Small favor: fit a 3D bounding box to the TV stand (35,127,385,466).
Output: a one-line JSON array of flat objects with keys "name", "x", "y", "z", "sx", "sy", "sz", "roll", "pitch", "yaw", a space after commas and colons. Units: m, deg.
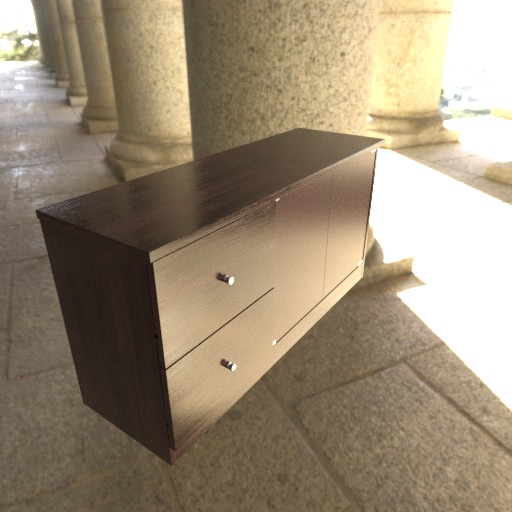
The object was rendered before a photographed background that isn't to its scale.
[{"name": "TV stand", "x": 0.000, "y": 0.000, "z": 1.492, "sx": 0.404, "sy": 0.614, "sz": 1.192, "roll": 18, "pitch": 32, "yaw": 31}]
